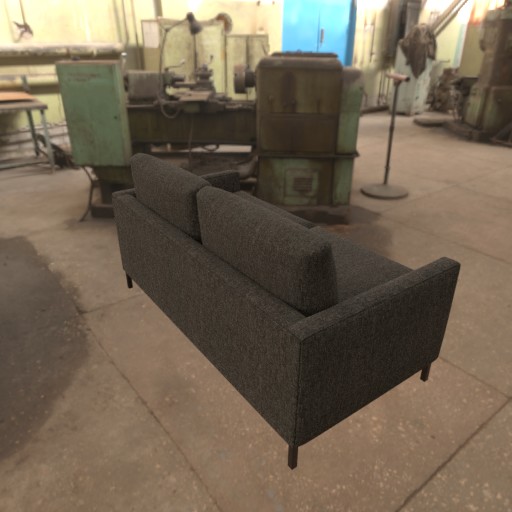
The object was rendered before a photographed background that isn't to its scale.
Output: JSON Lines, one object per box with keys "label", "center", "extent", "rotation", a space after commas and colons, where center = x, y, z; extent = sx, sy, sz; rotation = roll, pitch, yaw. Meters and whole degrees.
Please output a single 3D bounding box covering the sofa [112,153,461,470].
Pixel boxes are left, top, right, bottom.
{"label": "sofa", "center": [0.000, 0.000, 2.254], "extent": [0.866, 0.862, 1.716], "rotation": [-18, 32, -31]}
